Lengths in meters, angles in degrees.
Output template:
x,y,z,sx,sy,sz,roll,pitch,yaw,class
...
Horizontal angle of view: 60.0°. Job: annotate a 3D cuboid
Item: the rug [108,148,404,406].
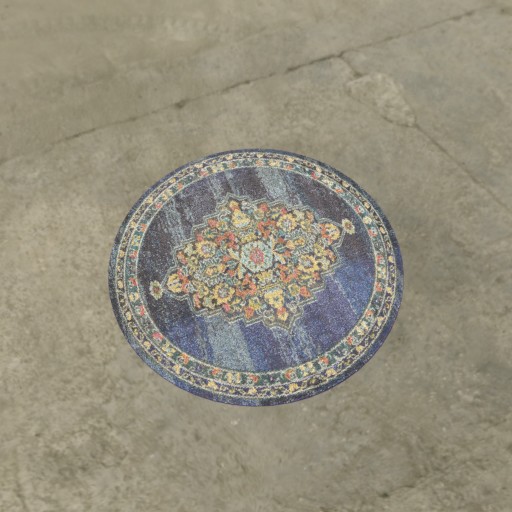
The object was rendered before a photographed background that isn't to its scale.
x,y,z,sx,sy,sz,roll,pitch,yaw,class
0.000,0.000,3.628,2.386,0.014,2.386,0,59,0,rug
